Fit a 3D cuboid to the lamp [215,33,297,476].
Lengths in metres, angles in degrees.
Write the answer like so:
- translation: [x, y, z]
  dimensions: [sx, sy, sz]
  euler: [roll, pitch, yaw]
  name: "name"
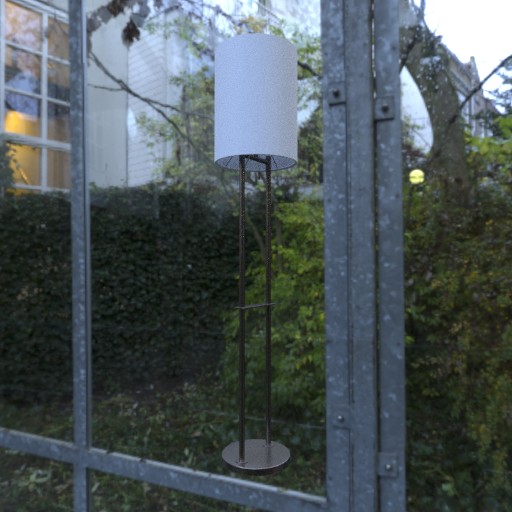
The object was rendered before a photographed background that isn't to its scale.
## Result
- translation: [0.000, 0.000, 1.639]
  dimensions: [0.305, 1.500, 0.306]
  euler: [0, -1, 36]
  name: "lamp"
